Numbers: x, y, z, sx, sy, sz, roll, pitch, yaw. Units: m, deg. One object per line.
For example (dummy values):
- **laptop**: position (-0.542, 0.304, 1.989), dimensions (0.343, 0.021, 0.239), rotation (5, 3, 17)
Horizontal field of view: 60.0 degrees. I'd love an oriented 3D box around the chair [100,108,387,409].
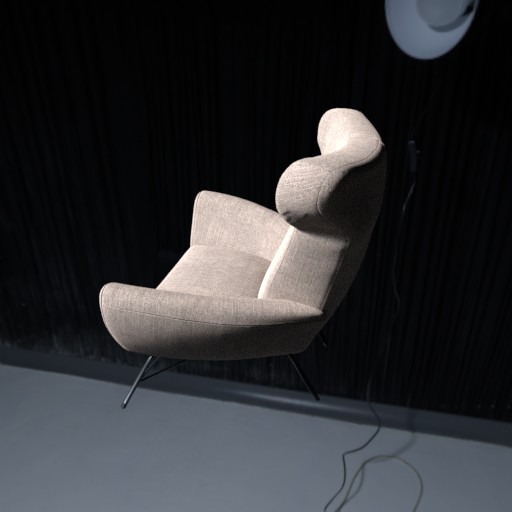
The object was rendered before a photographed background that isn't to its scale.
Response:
- **chair**: position (0.000, 0.000, 1.754), dimensions (0.900, 1.040, 0.980), rotation (7, 29, 12)
